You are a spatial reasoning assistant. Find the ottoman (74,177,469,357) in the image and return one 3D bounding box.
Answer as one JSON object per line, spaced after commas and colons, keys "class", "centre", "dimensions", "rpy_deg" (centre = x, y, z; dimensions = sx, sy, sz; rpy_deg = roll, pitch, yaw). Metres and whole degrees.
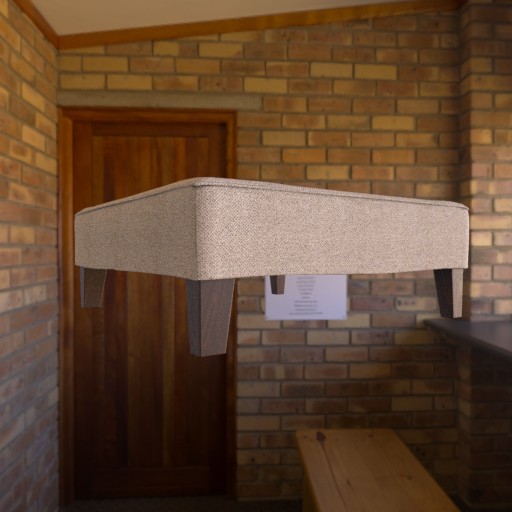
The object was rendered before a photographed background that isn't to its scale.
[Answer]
{"class": "ottoman", "centre": [0.000, 0.000, 1.509], "dimensions": [0.973, 0.381, 0.982], "rpy_deg": [-1, 1, -35]}
